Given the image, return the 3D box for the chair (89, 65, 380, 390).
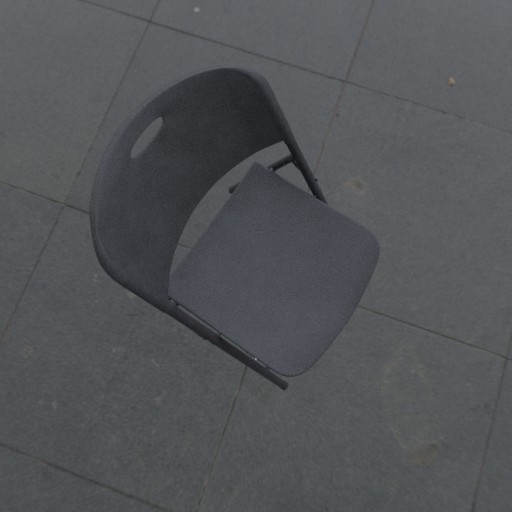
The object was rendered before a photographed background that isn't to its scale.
[{"bbox_3d":[0.000,0.000,1.141,0.567,0.810,0.494,34,79,7],"label":"chair"}]
